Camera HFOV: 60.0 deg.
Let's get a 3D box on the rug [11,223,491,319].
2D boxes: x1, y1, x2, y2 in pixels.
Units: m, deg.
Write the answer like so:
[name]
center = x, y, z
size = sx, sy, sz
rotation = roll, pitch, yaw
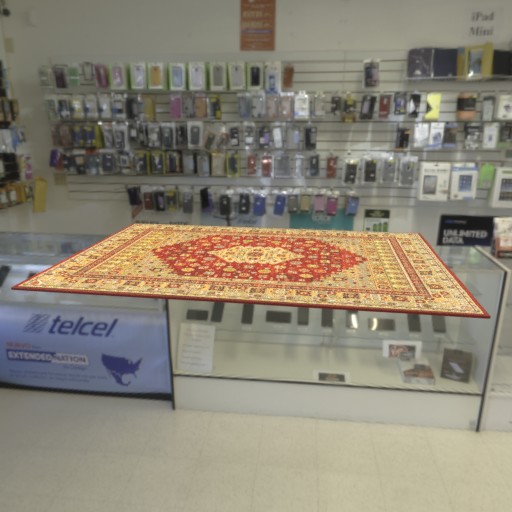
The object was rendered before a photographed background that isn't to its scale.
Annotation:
[rug]
center = 0.000, 0.000, 2.205
size = 1.802, 0.013, 1.194
rotation = 3, 17, 8
